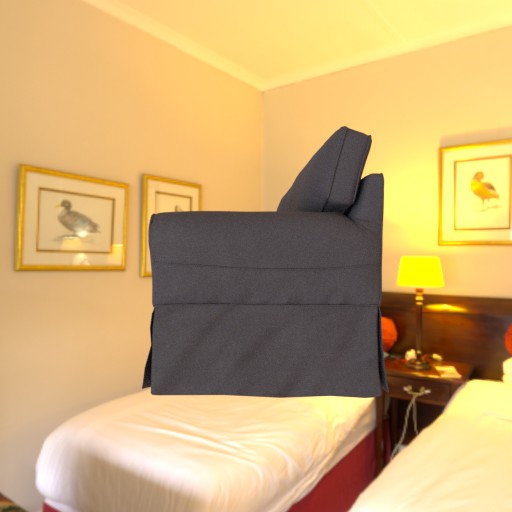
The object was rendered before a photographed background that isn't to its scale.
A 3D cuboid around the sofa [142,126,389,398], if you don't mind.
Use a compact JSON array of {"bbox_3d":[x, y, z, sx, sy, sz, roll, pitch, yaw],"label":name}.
[{"bbox_3d":[0.000,0.000,2.809,0.983,1.094,2.256,0,0,-2],"label":"sofa"}]
